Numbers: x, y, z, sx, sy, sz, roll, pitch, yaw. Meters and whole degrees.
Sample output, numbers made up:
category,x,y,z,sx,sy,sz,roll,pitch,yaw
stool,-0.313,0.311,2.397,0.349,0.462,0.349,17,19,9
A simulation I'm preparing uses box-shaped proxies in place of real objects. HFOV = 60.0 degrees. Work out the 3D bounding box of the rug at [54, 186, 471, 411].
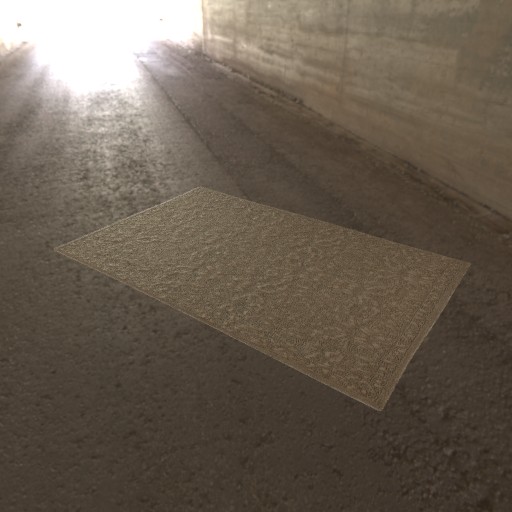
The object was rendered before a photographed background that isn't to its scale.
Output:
category,x,y,z,sx,sy,sz,roll,pitch,yaw
rug,0.000,0.000,3.039,2.435,0.012,1.529,20,35,31
